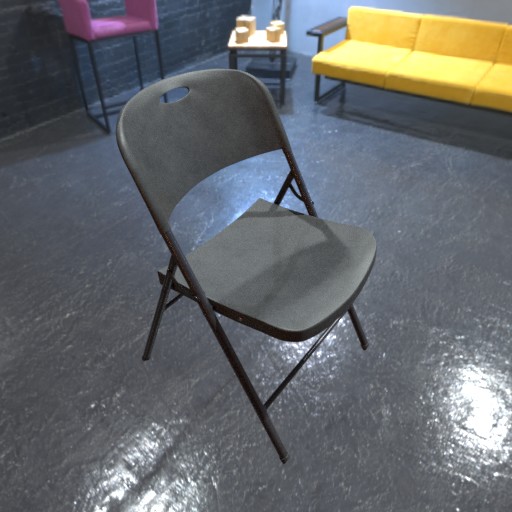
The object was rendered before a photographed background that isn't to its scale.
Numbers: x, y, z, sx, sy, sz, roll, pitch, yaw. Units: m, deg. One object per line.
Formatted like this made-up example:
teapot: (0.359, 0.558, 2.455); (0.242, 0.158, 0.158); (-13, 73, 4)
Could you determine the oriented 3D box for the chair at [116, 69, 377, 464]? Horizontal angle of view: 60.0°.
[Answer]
chair: (0.000, 0.000, 1.173); (0.566, 0.810, 0.494); (26, 46, 28)
